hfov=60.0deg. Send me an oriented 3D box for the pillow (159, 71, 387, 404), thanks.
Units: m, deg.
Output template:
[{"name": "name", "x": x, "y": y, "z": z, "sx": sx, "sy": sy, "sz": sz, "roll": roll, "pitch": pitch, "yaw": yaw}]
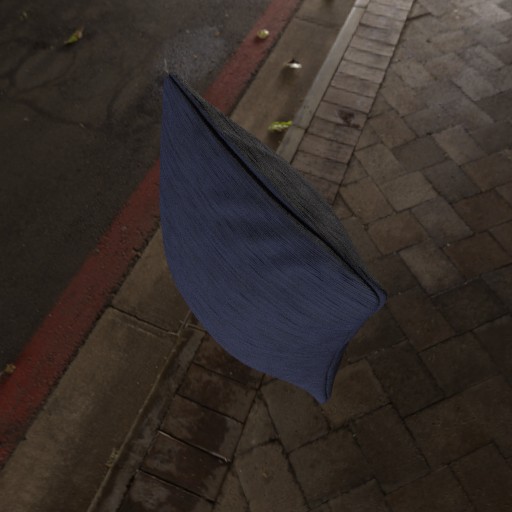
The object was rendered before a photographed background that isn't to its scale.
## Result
[{"name": "pillow", "x": 0.000, "y": 0.000, "z": 0.695, "sx": 0.246, "sy": 0.414, "sz": 0.432, "roll": -31, "pitch": 63, "yaw": -18}]
